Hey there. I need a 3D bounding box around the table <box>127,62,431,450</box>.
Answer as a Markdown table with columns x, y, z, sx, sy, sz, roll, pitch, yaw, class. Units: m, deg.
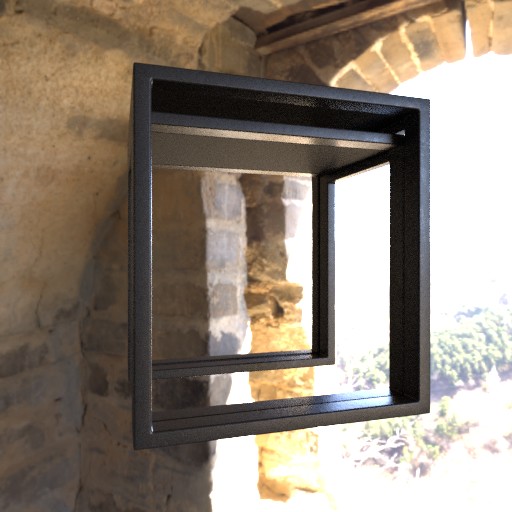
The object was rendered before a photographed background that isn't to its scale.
| x | y | z | sx | sy | sz | roll | pitch | yaw | class |
| --- | --- | --- | --- | --- | --- | --- | --- | --- | --- |
| 0.000 | 0.000 | 0.912 | 0.500 | 0.550 | 0.449 | 0 | 0 | -17 | table |
